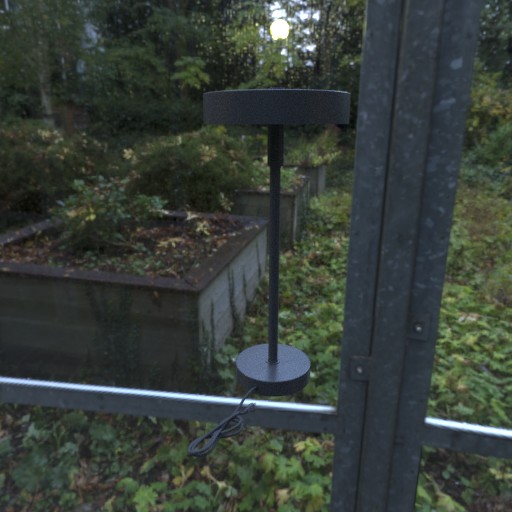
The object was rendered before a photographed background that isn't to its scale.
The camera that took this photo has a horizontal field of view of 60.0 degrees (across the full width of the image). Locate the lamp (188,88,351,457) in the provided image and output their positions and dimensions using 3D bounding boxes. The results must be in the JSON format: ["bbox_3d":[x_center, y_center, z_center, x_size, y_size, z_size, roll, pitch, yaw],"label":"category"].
[{"bbox_3d":[0.000,0.000,0.705,0.229,0.508,0.369,8,19,26],"label":"lamp"}]
